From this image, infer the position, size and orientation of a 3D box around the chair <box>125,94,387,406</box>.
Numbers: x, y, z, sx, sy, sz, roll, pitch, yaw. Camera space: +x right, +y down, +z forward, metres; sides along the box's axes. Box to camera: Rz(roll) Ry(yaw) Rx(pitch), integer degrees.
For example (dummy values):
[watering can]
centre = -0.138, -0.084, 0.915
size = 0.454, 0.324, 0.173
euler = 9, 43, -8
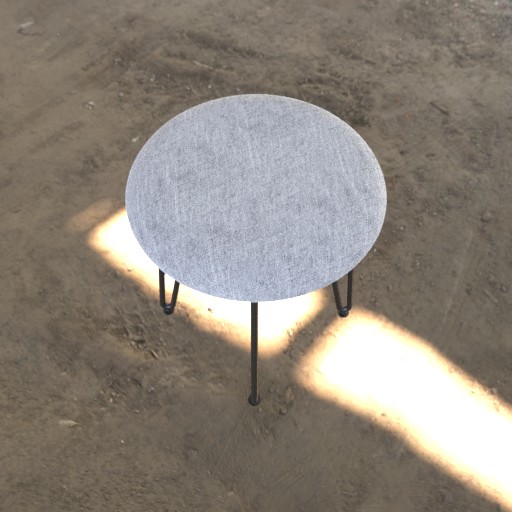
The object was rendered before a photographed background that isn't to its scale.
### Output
[chair]
centre = 0.000, 0.000, 0.665
size = 0.350, 0.386, 0.350
euler = 1, 58, 1
